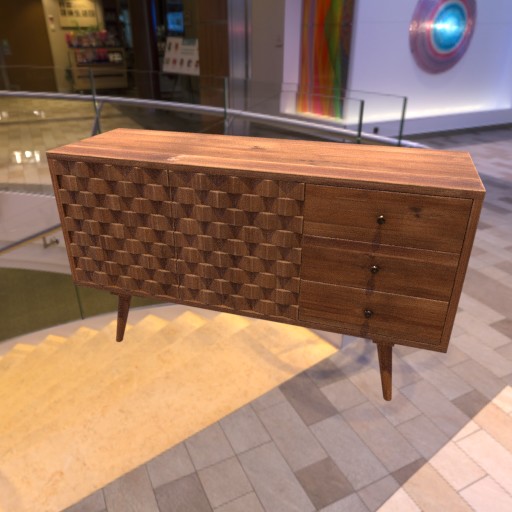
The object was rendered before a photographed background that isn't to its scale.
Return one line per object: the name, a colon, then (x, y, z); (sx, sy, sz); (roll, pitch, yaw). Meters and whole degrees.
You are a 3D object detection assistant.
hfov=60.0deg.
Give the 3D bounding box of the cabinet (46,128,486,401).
cabinet: (0.000, 0.000, 1.711); (1.400, 0.800, 0.472); (8, 28, 16)
